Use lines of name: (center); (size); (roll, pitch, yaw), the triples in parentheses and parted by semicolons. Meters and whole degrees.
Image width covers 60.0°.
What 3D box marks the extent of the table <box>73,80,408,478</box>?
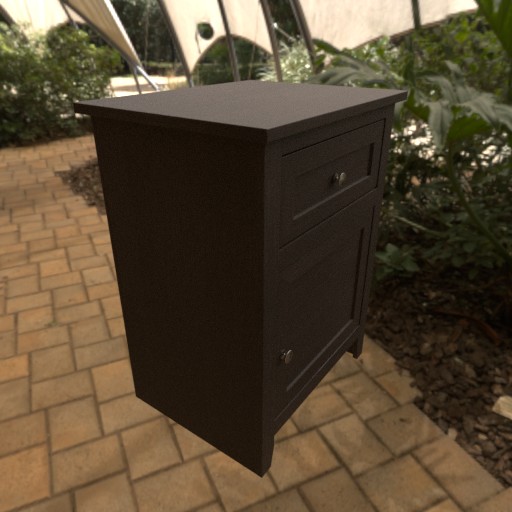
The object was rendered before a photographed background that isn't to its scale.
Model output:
table: (0.000, 0.000, 0.928); (0.381, 0.635, 0.480); (18, 32, 32)
